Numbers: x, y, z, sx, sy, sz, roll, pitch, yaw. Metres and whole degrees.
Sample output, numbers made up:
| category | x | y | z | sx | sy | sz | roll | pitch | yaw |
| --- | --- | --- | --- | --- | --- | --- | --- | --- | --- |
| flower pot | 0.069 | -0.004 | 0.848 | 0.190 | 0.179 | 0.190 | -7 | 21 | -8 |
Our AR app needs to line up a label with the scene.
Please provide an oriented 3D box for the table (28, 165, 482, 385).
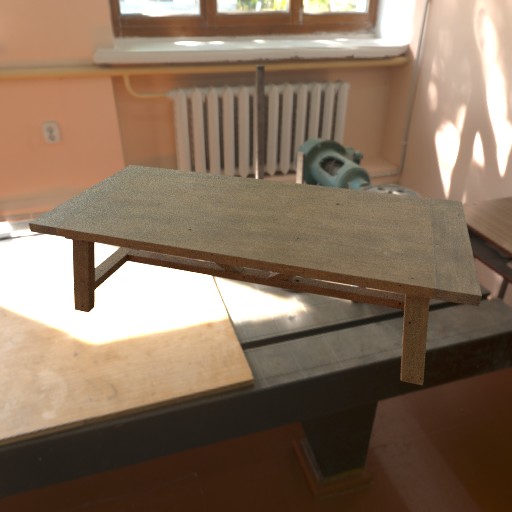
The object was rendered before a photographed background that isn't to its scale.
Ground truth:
| category | x | y | z | sx | sy | sz | roll | pitch | yaw |
| --- | --- | --- | --- | --- | --- | --- | --- | --- | --- |
| table | 0.000 | 0.000 | 2.129 | 1.800 | 0.465 | 0.820 | 9 | 31 | 15 |
